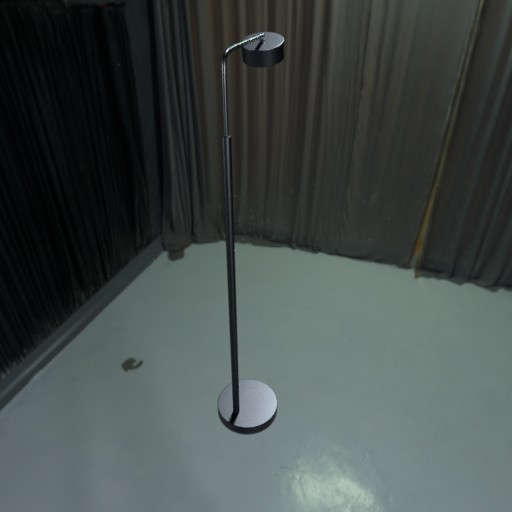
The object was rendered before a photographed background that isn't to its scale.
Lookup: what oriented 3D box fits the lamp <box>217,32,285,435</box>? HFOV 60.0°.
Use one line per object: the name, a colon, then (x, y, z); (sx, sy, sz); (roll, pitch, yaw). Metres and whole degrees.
lamp: (0.000, 0.000, 1.396); (0.219, 1.230, 0.418); (10, 34, 15)
